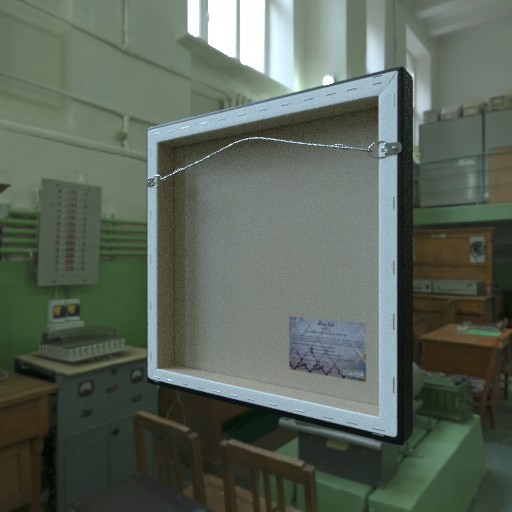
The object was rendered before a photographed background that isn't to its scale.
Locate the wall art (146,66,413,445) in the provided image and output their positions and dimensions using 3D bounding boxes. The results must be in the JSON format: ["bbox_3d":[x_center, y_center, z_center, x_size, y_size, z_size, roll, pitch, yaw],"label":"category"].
[{"bbox_3d":[0.000,0.000,0.601,0.406,0.407,0.041,0,0,35],"label":"wall art"}]
